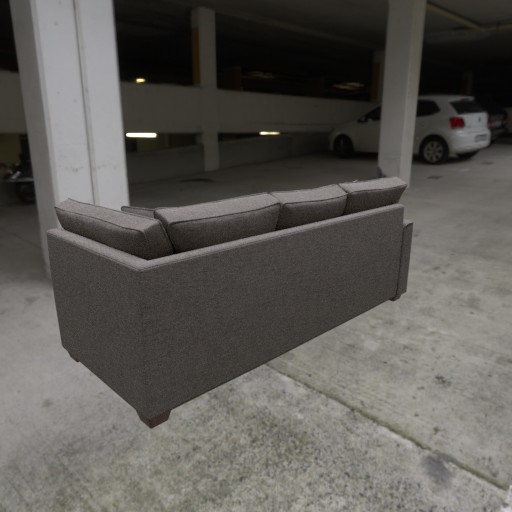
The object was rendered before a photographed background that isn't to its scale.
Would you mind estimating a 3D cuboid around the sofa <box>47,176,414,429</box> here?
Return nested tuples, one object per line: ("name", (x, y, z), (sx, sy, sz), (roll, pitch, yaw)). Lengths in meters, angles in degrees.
("sofa", (0.000, 0.000, 2.943), (2.317, 0.962, 1.061), (-15, 22, -43))
